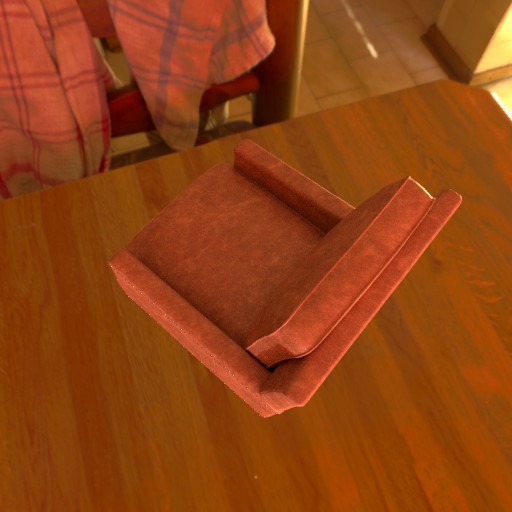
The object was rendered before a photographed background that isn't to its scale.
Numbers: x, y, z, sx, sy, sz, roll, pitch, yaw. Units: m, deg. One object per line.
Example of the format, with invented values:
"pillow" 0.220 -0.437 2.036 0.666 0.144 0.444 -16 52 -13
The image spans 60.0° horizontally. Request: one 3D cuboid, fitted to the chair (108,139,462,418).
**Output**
"chair" 0.000 0.000 1.820 1.035 1.054 0.854 38 69 17
